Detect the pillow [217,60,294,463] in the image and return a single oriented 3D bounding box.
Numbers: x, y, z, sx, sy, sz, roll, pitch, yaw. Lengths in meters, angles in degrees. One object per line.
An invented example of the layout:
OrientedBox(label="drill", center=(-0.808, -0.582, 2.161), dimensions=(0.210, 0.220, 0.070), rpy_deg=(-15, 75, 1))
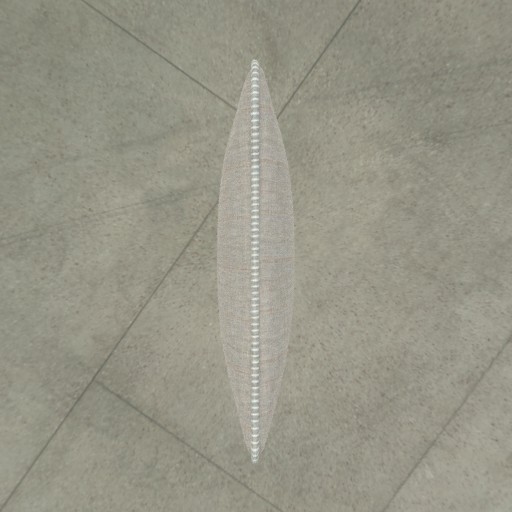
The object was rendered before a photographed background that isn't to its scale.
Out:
OrientedBox(label="pillow", center=(0.000, 0.000, 0.752), dimensions=(0.124, 0.494, 0.485), rpy_deg=(0, 92, 0))
